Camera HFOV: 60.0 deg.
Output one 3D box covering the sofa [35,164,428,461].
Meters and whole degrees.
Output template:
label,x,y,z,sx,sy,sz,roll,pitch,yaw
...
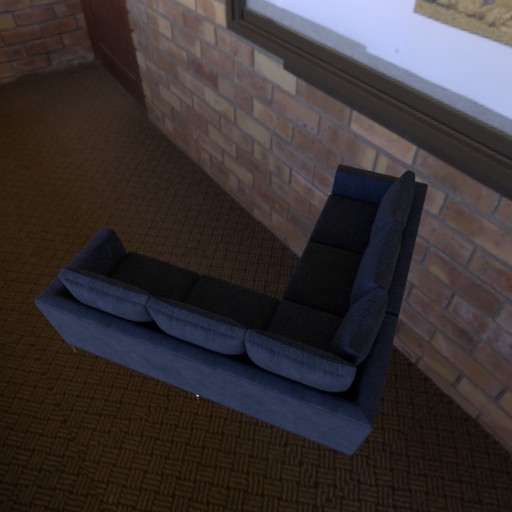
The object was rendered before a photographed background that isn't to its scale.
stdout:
label,x,y,z,sx,sy,sz,roll,pitch,yaw
sofa,0.000,0.000,3.832,2.463,0.988,2.472,16,49,15
